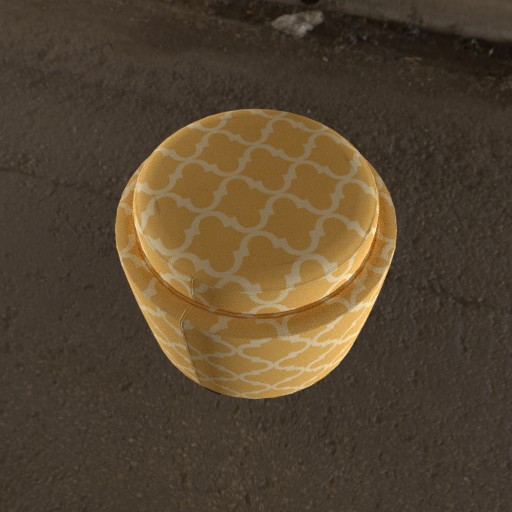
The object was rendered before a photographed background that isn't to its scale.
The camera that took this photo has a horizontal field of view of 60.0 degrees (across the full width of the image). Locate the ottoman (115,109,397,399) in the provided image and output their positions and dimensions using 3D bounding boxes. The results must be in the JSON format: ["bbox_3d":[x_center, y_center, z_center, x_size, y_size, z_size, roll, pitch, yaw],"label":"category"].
[{"bbox_3d":[0.000,0.000,0.870,0.480,0.429,0.480,0,57,0],"label":"ottoman"}]
